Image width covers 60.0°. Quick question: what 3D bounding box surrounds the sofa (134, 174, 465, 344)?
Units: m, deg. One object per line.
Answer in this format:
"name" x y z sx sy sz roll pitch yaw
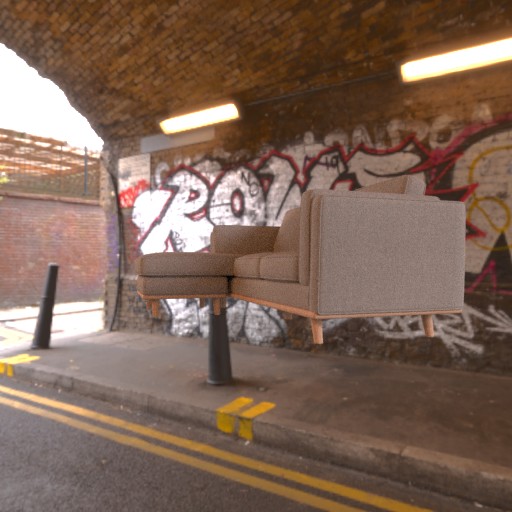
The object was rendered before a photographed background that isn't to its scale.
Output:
"sofa" 0.000 0.000 3.208 1.604 0.929 2.411 0 -1 -18
